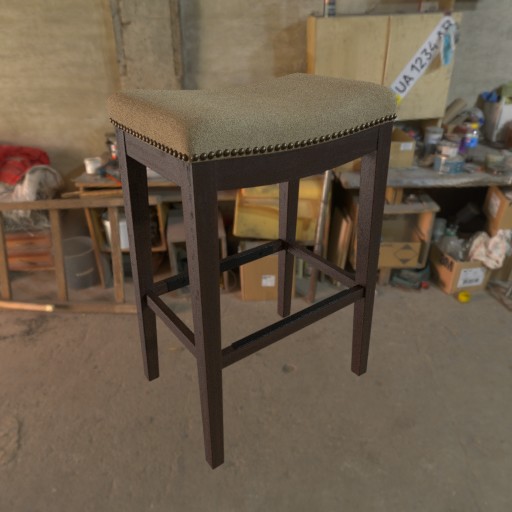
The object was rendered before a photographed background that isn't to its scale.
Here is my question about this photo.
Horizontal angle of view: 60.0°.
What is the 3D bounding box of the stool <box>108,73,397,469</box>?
[{"bbox_3d":[0.000,0.000,1.059,0.509,0.768,0.363,-20,35,-31],"label":"stool"}]
